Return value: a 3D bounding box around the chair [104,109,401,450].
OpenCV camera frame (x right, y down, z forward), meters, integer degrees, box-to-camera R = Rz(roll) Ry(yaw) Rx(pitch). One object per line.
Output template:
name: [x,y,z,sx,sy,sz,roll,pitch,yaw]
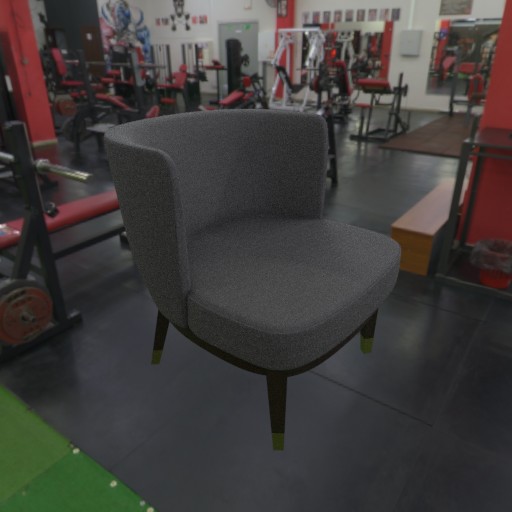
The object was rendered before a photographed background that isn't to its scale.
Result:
chair: [0.000,0.000,1.242,0.698,0.695,0.639,19,32,34]
